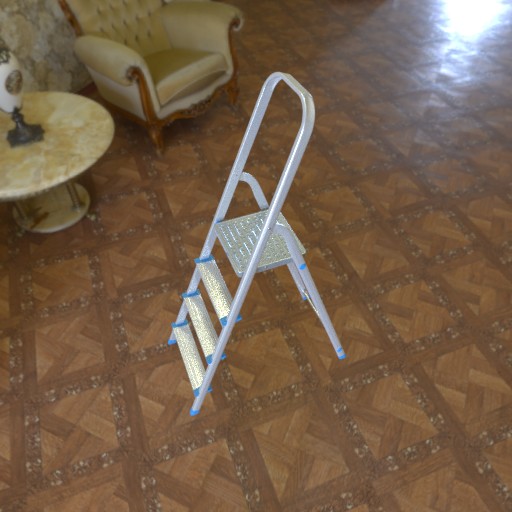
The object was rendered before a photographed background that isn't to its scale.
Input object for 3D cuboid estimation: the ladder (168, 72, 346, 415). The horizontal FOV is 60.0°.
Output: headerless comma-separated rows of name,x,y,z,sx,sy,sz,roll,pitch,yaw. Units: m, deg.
ladder,0.000,0.000,1.827,0.842,1.434,0.445,-16,49,-15
